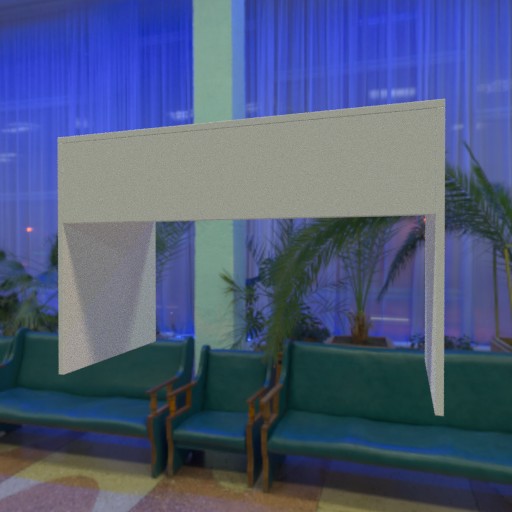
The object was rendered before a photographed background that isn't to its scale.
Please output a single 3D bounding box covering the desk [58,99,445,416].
[{"bbox_3d":[0.000,0.000,1.458,1.100,0.730,0.560,0,1,18],"label":"desk"}]
